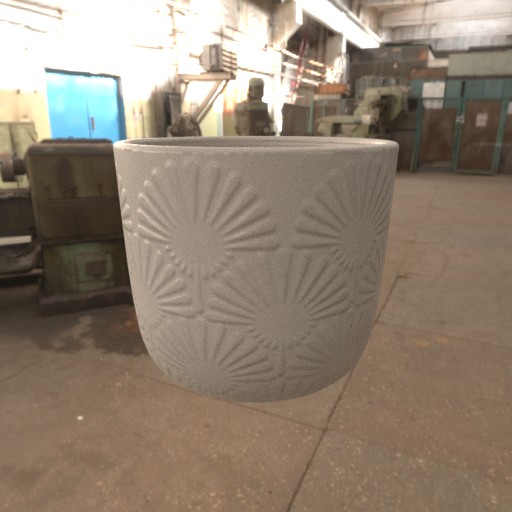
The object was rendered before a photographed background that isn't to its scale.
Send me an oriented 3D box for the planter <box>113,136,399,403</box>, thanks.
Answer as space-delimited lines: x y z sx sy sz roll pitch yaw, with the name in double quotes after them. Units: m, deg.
0.000 0.000 0.216 0.124 0.109 0.124 0 17 0 "planter"
